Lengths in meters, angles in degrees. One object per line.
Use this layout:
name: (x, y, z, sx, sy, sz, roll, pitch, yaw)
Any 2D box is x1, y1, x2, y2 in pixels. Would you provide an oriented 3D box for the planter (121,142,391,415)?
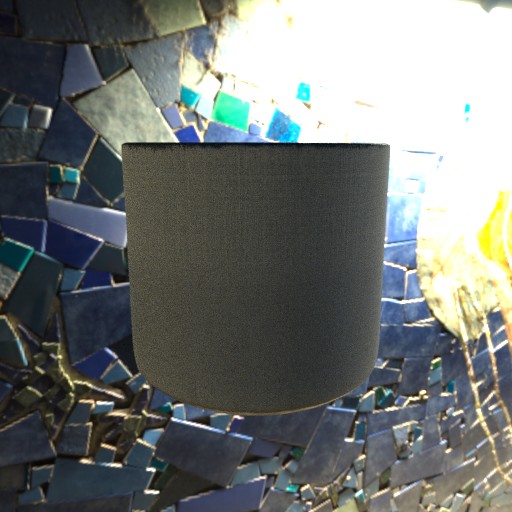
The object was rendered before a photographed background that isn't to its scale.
planter: (0.000, 0.000, 0.404, 0.226, 0.201, 0.226, 0, 14, 0)
